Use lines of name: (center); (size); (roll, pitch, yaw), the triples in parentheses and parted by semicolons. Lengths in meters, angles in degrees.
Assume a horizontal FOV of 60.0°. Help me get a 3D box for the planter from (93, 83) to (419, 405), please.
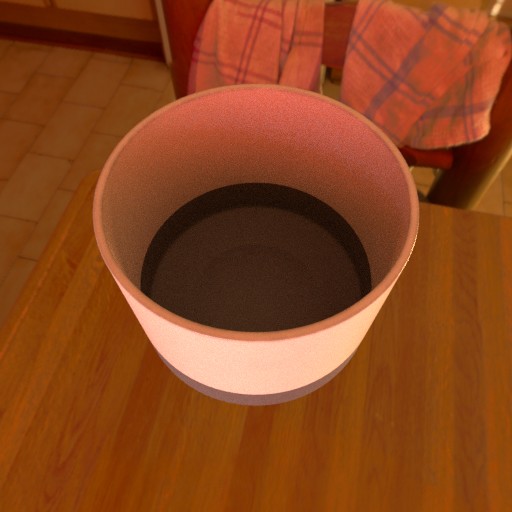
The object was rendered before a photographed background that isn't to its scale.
planter: (0.000, 0.000, 0.222); (0.128, 0.105, 0.128); (0, 59, 0)
